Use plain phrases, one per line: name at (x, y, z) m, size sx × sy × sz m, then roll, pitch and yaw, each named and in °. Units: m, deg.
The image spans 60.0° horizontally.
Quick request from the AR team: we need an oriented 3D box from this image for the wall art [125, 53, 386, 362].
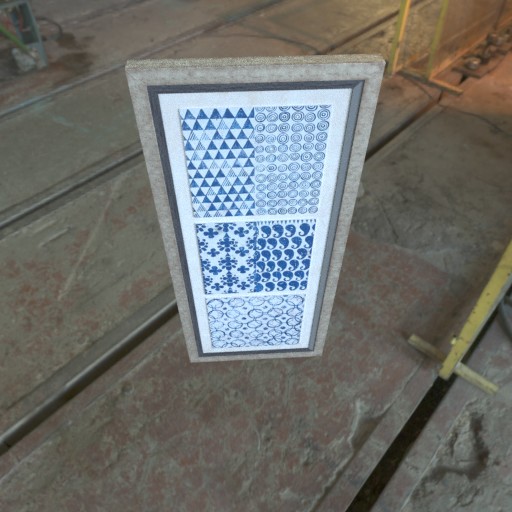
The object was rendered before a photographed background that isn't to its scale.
wall art at (0.000, 0.000, 1.655) m, size 0.648 × 1.461 × 0.051 m, roll -2°, pitch 48°, yaw -2°
